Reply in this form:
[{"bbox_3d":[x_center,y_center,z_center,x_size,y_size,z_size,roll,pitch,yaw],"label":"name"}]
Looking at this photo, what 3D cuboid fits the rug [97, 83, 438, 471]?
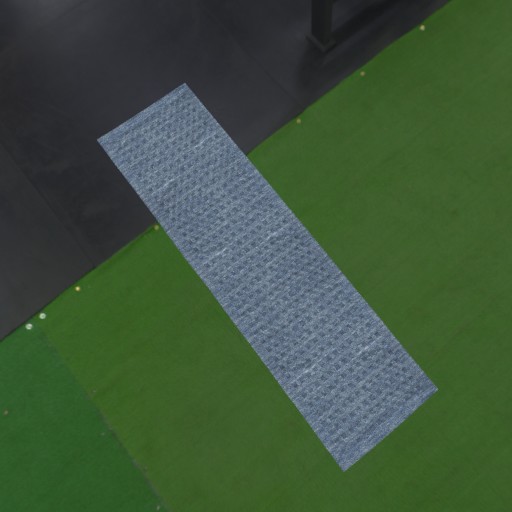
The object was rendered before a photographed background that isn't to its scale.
[{"bbox_3d":[0.000,0.000,2.633,0.688,0.008,2.443,-36,78,-9],"label":"rug"}]
